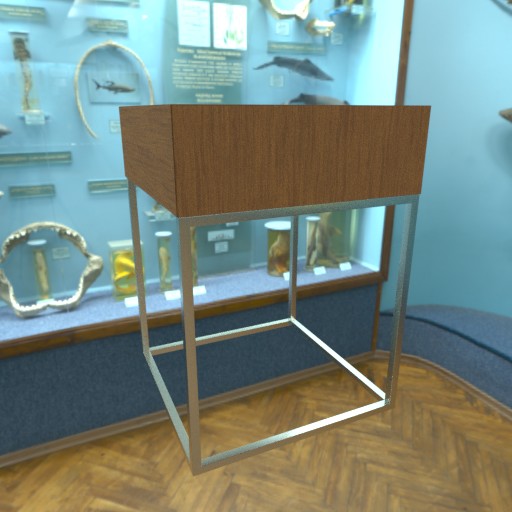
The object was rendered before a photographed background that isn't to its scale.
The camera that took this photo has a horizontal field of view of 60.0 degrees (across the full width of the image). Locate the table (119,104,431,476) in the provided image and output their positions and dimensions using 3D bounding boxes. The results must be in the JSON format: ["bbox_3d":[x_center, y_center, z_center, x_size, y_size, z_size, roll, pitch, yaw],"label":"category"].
[{"bbox_3d":[0.000,0.000,0.843,0.398,0.540,0.397,-8,20,-23],"label":"table"}]
